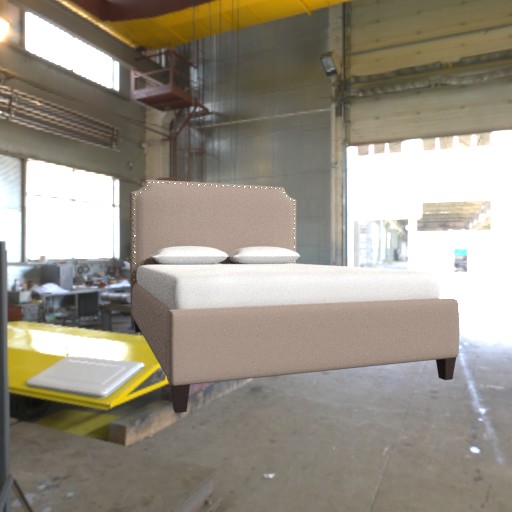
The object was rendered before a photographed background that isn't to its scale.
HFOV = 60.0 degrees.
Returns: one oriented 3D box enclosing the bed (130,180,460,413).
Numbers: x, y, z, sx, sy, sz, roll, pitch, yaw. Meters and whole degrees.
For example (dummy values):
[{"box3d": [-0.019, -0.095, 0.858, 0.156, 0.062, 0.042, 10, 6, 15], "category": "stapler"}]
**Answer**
[{"box3d": [0.000, 0.000, 3.405, 1.713, 1.443, 2.372, 0, 0, -20], "category": "bed"}]
